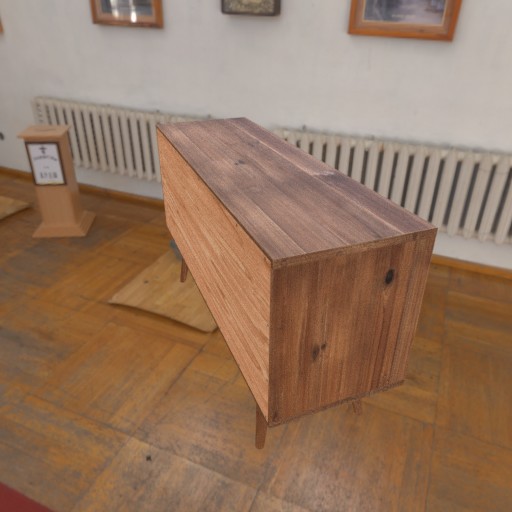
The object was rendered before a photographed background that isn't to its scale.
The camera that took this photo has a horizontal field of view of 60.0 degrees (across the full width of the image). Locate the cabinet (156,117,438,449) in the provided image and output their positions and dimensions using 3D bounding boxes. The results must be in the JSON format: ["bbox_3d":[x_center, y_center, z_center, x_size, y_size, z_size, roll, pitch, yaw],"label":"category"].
[{"bbox_3d":[0.000,0.000,1.800,0.472,0.800,1.400,-11,31,-19],"label":"cabinet"}]
